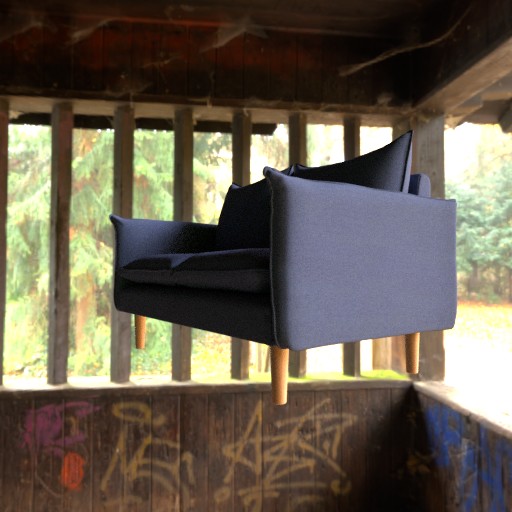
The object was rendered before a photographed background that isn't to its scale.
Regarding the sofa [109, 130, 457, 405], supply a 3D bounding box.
[{"bbox_3d":[0.000,0.000,1.811,0.820,0.840,1.300,1,-2,-36],"label":"sofa"}]
